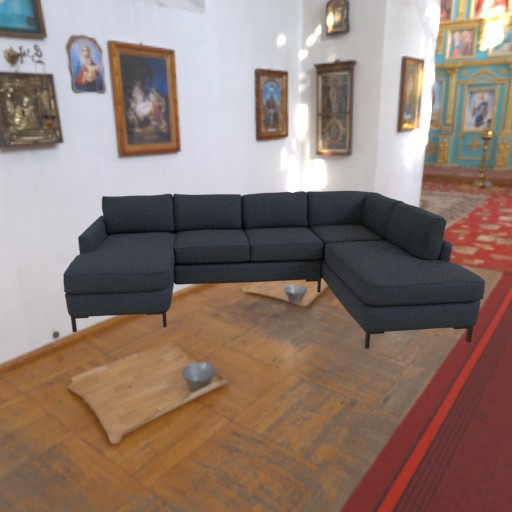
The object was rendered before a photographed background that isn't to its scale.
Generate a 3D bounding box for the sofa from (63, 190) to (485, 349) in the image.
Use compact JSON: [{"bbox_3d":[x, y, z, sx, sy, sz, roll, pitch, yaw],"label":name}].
[{"bbox_3d":[0.000,0.000,3.782,2.975,0.858,1.984,-2,17,-7],"label":"sofa"}]
